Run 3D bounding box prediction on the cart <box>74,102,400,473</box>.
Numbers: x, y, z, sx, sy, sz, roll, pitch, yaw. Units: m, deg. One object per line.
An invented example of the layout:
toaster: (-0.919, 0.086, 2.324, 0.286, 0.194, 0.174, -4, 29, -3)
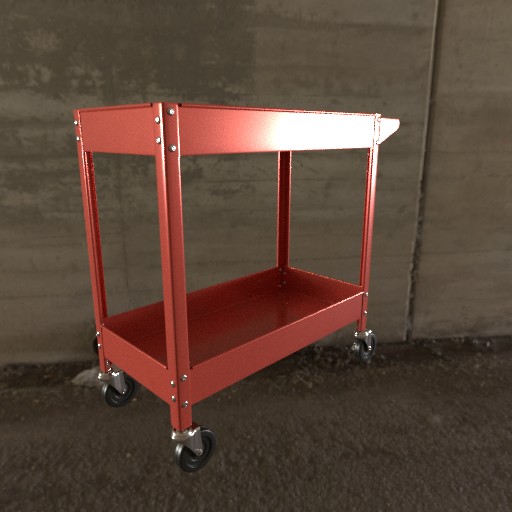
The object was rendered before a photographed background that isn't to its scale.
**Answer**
cart: (0.000, 0.000, 1.167, 0.779, 0.719, 0.366, -15, 21, -43)
